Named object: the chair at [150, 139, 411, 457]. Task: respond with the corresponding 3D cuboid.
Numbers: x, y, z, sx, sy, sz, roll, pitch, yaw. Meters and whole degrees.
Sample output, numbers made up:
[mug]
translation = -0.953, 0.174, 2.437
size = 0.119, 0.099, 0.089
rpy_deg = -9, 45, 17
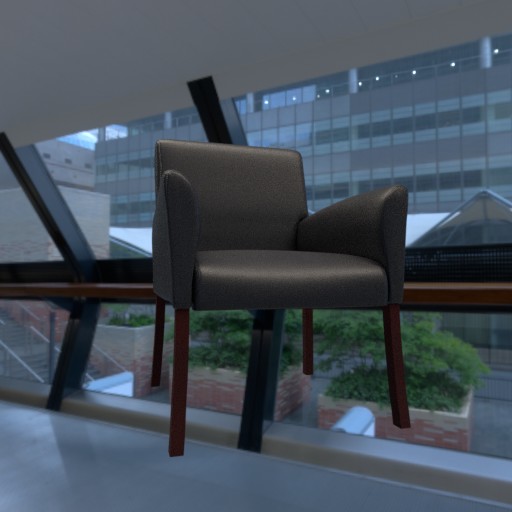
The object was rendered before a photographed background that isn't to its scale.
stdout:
[chair]
translation = 0.000, 0.000, 1.494
size = 0.683, 0.951, 0.772
rpy_deg = 1, -2, -17
